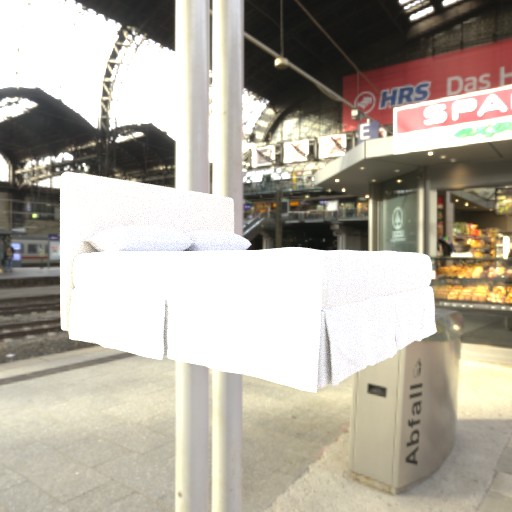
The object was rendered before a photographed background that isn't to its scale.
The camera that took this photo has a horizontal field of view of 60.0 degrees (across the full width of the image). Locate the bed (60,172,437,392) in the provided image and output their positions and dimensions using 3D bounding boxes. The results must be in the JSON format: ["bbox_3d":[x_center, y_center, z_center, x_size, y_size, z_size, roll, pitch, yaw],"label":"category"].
[{"bbox_3d":[0.000,0.000,3.569,2.341,1.317,2.119,0,0,36],"label":"bed"}]
